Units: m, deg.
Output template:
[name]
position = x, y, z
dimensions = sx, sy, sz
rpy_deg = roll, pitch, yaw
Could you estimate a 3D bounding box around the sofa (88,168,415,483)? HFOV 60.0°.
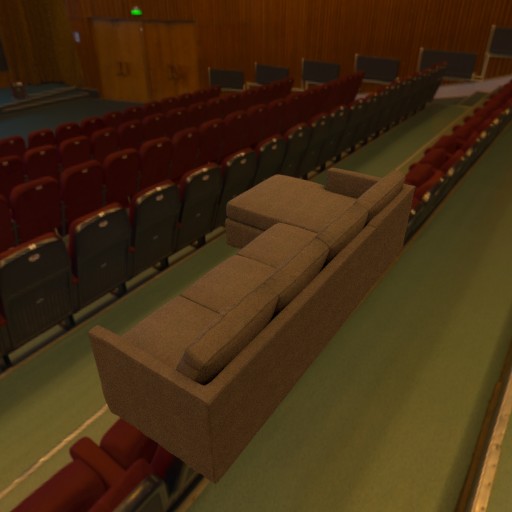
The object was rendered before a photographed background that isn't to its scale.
[sofa]
position = 0.000, 0.000, 3.793
dimensions = 1.650, 0.922, 3.205
rpy_deg = 20, 38, 29
